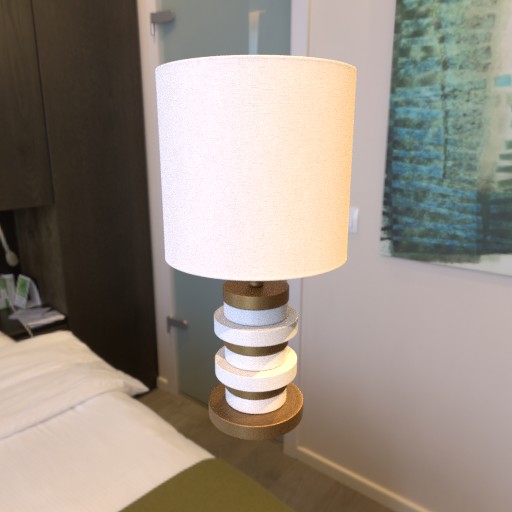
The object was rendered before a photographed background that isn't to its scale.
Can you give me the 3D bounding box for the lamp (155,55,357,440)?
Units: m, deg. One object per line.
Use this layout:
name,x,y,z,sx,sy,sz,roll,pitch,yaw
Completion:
lamp,0.000,0.000,0.521,0.210,0.410,0.210,2,15,9
